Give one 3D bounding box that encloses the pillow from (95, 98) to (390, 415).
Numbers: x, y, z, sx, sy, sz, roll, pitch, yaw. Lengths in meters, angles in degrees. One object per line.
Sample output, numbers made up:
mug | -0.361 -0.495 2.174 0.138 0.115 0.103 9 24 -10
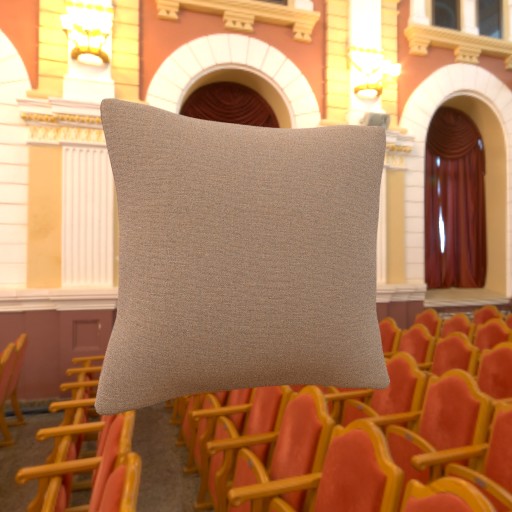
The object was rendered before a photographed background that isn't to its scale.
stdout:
pillow | 0.000 0.000 0.642 0.437 0.419 0.136 0 -1 -17
